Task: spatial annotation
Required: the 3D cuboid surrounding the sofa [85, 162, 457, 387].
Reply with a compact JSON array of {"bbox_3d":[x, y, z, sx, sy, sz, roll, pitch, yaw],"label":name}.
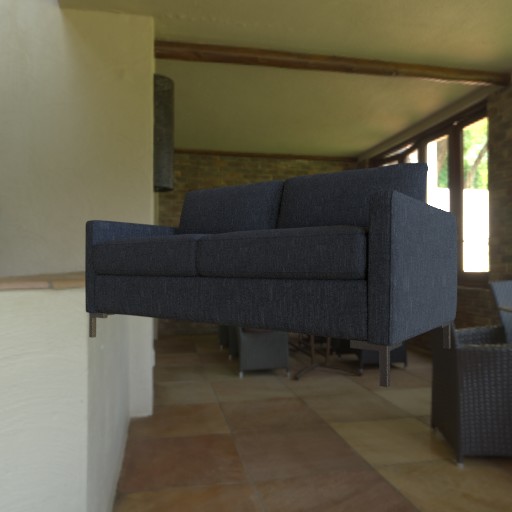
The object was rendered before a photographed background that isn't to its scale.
[{"bbox_3d":[0.000,0.000,2.216,1.716,0.862,0.866,-1,-1,37],"label":"sofa"}]
